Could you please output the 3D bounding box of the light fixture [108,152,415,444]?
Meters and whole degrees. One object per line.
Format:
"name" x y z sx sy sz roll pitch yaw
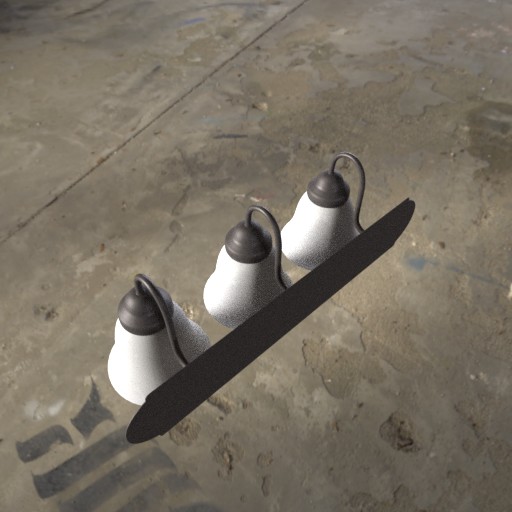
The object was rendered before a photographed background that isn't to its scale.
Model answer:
"light fixture" 0.000 0.000 0.708 0.610 0.222 0.199 -34 56 -27
